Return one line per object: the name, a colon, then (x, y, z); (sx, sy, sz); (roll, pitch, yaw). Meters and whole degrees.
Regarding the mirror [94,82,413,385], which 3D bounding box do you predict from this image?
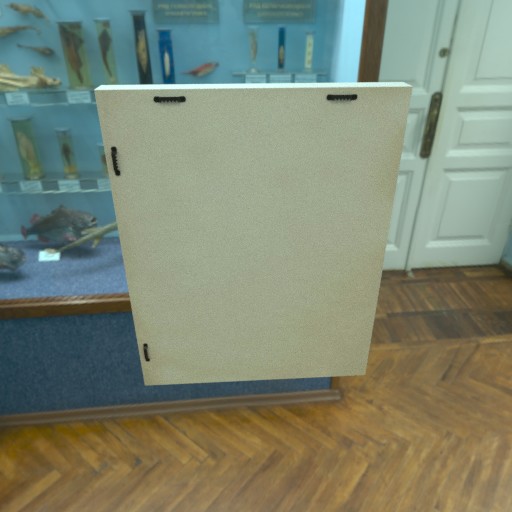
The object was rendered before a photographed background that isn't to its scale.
mirror: (0.000, 0.000, 0.702); (0.406, 0.509, 0.041); (-2, 30, -3)
